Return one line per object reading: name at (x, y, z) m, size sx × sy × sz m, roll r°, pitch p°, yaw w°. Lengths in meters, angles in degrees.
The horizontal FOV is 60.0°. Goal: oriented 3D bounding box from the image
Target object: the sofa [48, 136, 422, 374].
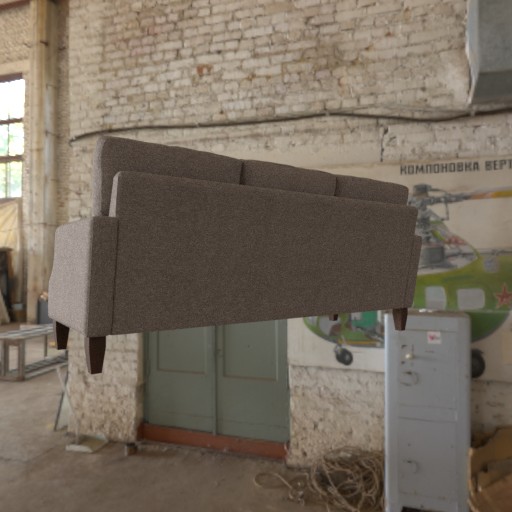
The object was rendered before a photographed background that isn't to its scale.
sofa at (0.000, 0.000, 2.617) m, size 2.115 × 0.984 × 0.888 m, roll 1°, pitch -1°, yaw -36°
